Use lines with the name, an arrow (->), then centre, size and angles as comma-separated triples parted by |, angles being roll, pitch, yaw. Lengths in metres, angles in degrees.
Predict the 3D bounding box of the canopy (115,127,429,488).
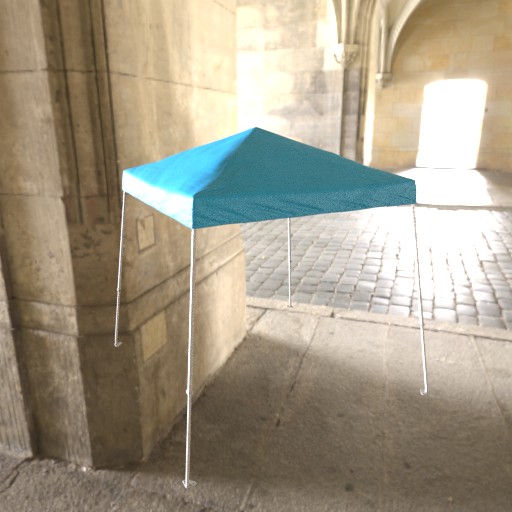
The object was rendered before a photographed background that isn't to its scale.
canopy -> 0.000, 0.000, 5.093 | 2.849, 2.849, 2.848 | -9, 19, -27
